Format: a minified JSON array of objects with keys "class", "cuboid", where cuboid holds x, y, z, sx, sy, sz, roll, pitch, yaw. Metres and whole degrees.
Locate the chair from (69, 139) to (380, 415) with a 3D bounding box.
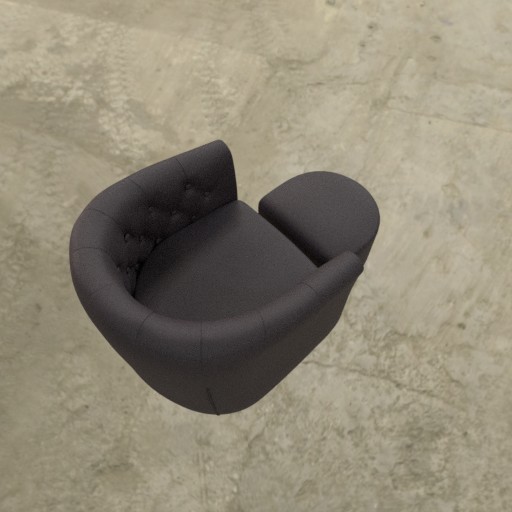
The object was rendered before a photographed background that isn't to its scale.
[{"class":"chair","cuboid":[0.000,0.000,1.657,1.191,0.760,0.763,-36,64,-21]}]
